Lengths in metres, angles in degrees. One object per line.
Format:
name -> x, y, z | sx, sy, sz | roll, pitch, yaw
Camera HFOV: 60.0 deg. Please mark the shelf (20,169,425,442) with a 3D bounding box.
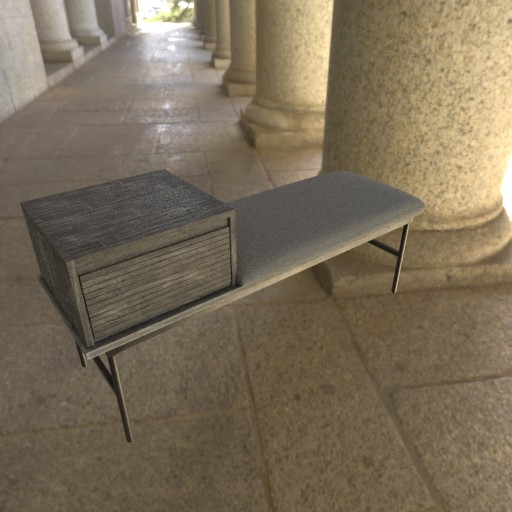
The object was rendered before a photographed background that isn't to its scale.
shelf -> 0.000, 0.000, 1.582 | 1.342, 0.633, 0.457 | -21, 37, -32
